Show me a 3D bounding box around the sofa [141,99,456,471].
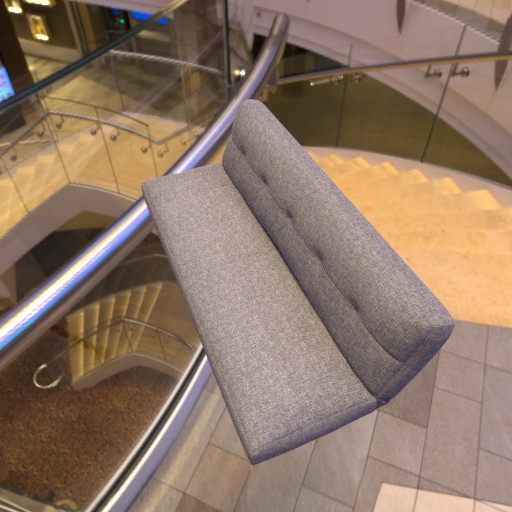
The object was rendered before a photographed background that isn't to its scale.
[{"bbox_3d":[0.000,0.000,2.284,0.820,0.770,1.820,-17,49,-16],"label":"sofa"}]
